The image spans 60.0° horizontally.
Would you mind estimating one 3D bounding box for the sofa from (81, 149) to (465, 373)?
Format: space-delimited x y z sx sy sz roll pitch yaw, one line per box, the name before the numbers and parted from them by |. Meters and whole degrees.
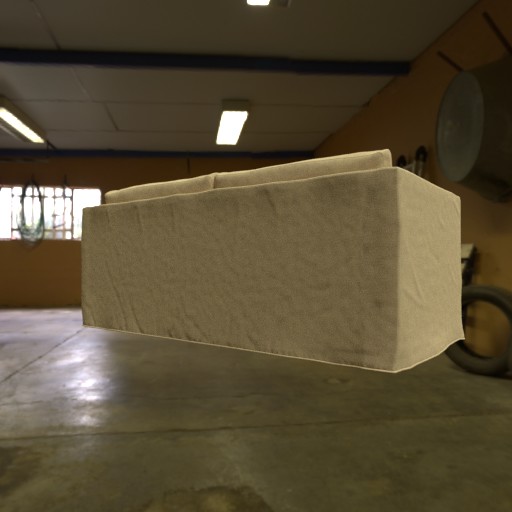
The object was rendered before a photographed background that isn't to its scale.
sofa | 0.000 0.000 2.449 1.959 0.835 0.962 -1 -1 37
